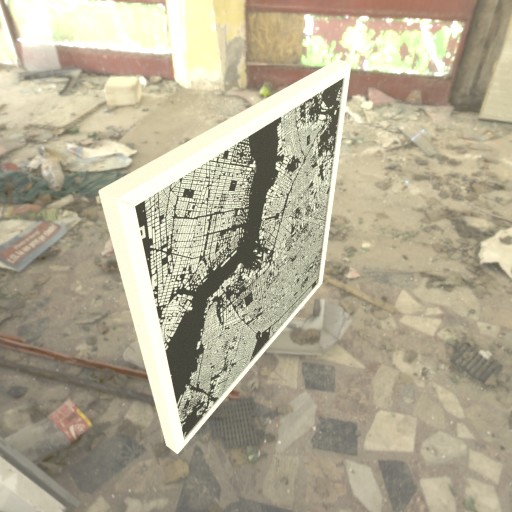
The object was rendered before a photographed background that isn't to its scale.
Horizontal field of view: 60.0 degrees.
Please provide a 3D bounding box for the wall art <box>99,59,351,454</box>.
[{"bbox_3d":[0.000,0.000,1.123,0.050,0.762,0.761,24,46,26],"label":"wall art"}]
